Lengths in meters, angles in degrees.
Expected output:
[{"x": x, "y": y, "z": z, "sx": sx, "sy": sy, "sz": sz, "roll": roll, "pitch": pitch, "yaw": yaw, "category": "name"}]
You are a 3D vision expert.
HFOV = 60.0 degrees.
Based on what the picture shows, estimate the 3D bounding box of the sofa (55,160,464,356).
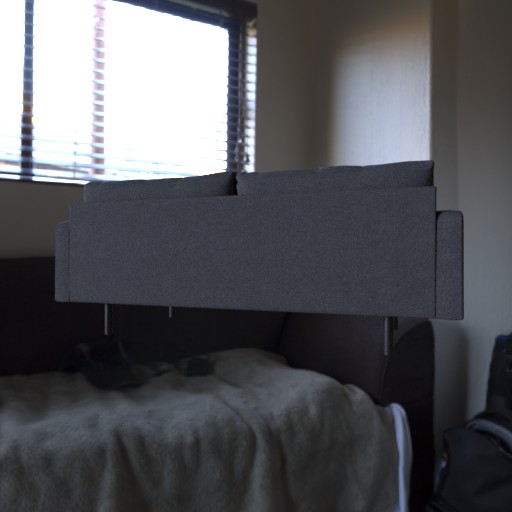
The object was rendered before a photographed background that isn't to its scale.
[{"x": 0.000, "y": 0.000, "z": 2.558, "sx": 2.100, "sy": 0.880, "sz": 0.880, "roll": 0, "pitch": 1, "yaw": 19, "category": "sofa"}]
